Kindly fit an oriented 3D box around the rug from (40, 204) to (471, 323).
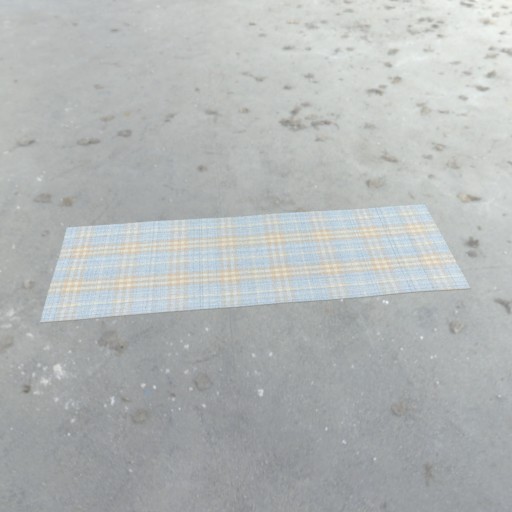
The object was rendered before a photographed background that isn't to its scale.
[{"bbox_3d":[0.000,0.000,2.750,2.439,0.013,0.762,-4,47,-4],"label":"rug"}]
